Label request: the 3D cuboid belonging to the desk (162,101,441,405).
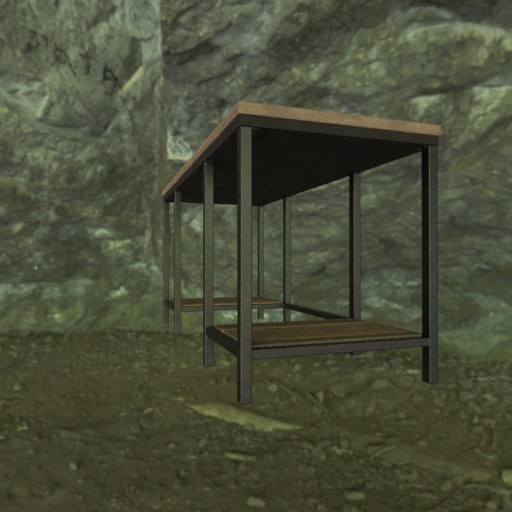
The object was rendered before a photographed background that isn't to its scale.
[{"bbox_3d":[0.000,0.000,1.921,0.617,0.753,1.538,0,-1,-19],"label":"desk"}]
